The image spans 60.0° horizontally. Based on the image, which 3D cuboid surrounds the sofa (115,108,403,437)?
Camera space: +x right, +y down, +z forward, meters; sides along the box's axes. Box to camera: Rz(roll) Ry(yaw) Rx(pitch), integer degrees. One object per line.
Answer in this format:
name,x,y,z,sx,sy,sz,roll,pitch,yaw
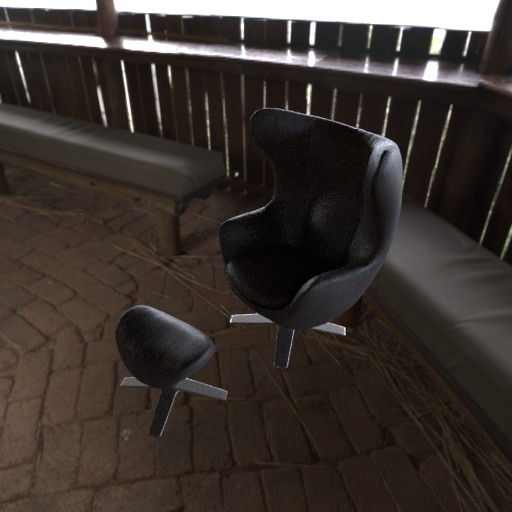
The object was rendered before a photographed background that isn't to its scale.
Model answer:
sofa,0.000,0.000,2.140,1.444,1.135,0.894,-21,38,-30
